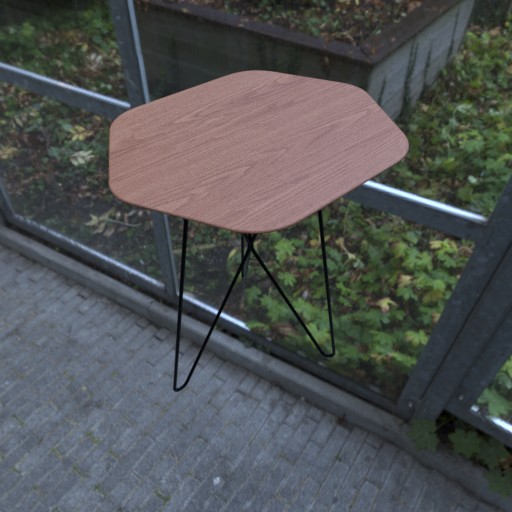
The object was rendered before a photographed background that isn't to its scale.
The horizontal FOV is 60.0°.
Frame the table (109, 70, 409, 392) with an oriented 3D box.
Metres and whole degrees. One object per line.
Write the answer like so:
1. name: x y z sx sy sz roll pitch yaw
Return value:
1. table: 0.000 0.000 0.906 0.500 0.562 0.400 -31 53 -27
